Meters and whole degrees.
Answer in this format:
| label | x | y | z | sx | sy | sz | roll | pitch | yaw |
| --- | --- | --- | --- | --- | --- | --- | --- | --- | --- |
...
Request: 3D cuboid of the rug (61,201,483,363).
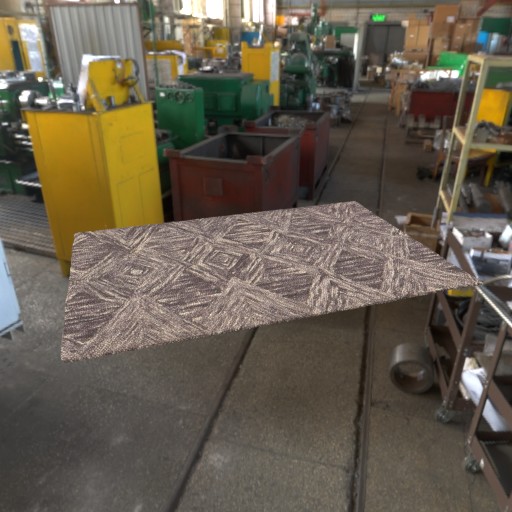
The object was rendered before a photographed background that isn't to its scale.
| label | x | y | z | sx | sy | sz | roll | pitch | yaw |
| --- | --- | --- | --- | --- | --- | --- | --- | --- | --- |
| rug | 0.000 | 0.000 | 2.286 | 1.814 | 0.012 | 1.186 | -8 | 27 | -16 |
